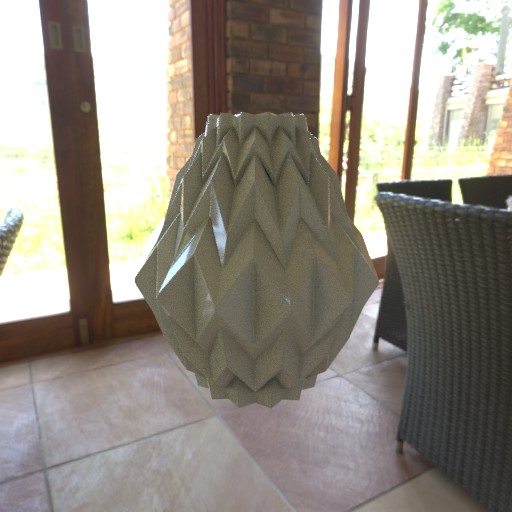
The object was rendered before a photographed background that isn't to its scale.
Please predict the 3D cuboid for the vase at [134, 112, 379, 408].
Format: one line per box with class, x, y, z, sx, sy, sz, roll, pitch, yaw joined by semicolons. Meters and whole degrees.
vase;0.000;0.000;0.306;0.164;0.185;0.164;0;14;0
